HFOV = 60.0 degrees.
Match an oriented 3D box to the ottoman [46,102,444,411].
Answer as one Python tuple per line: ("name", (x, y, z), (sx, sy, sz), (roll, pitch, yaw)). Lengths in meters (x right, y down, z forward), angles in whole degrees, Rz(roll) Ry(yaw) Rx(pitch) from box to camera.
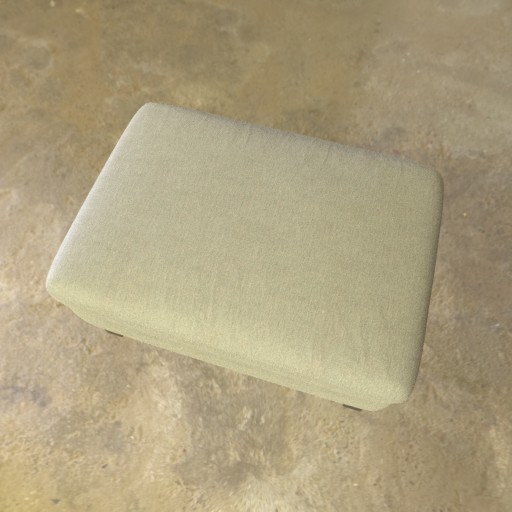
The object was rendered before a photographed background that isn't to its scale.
("ottoman", (0.000, 0.000, 1.031), (0.735, 0.404, 0.528), (15, 65, 7))
